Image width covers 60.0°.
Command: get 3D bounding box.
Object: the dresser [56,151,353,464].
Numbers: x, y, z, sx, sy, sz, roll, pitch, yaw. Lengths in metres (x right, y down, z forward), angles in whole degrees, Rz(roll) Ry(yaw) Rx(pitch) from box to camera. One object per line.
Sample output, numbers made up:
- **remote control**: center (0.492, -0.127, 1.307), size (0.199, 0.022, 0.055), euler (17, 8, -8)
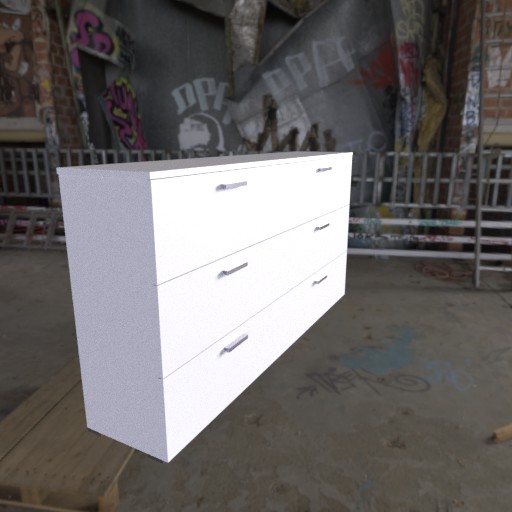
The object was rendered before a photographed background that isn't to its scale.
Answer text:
- **dresser**: center (0.000, 0.000, 1.820), size (0.333, 0.790, 1.535), euler (8, 17, 28)
